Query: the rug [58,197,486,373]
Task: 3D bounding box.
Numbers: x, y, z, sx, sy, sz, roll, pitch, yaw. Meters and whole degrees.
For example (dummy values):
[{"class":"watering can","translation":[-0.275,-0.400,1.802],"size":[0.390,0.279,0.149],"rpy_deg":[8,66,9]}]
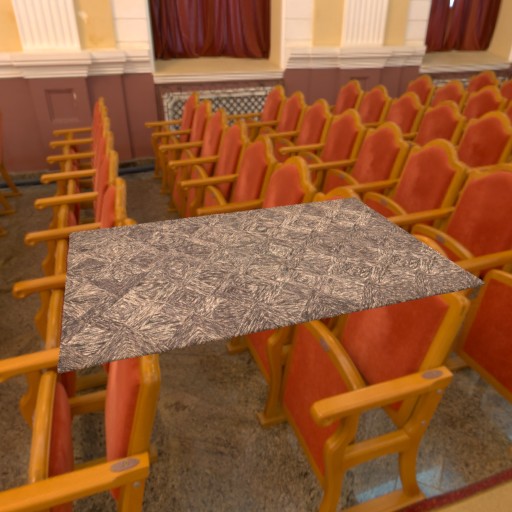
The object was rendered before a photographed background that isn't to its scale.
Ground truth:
[{"class":"rug","translation":[0.000,0.000,2.242],"size":[1.808,0.011,1.189],"rpy_deg":[-9,29,-16]}]
